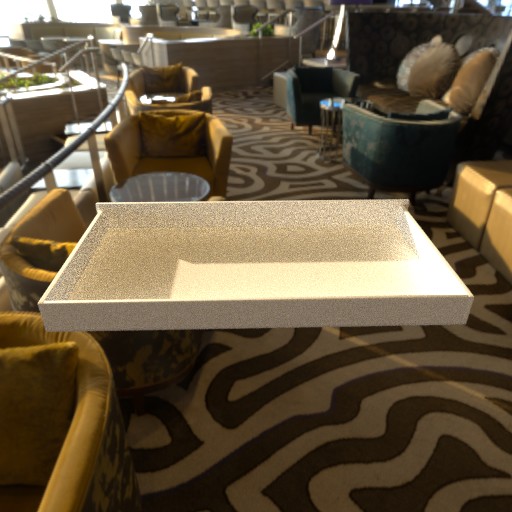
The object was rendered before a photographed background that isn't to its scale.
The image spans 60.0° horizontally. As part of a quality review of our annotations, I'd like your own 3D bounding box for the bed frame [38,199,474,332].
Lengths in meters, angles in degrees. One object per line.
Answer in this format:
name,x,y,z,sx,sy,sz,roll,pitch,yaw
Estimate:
bed frame,0.000,0.000,1.592,1.300,0.141,0.670,-1,30,-1
